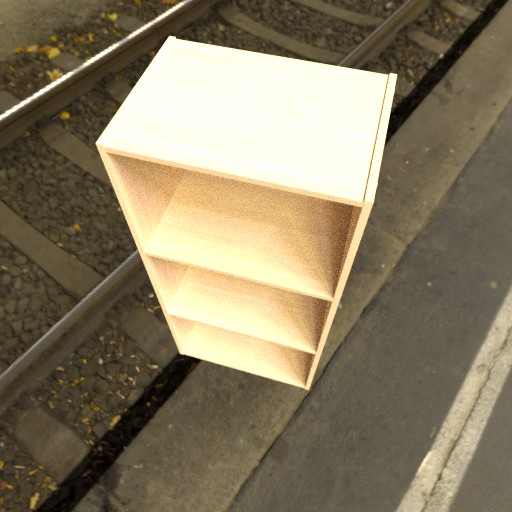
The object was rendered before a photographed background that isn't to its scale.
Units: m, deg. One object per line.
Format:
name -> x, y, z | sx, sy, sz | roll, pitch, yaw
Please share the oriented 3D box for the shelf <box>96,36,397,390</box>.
shelf -> 0.000, 0.000, 1.074 | 0.417, 0.876, 0.292 | 14, 58, 9
